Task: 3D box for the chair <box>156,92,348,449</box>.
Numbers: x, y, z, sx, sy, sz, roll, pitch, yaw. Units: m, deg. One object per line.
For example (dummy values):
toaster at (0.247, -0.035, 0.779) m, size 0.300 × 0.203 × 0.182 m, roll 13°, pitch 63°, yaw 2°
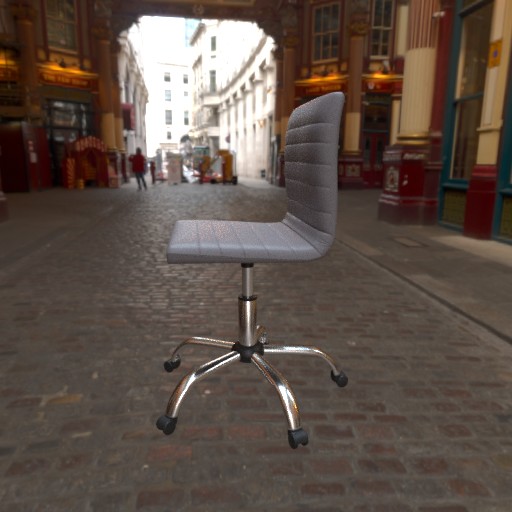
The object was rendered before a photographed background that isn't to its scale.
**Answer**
chair at (0.000, 0.000, 1.166) m, size 0.530 × 0.780 × 0.556 m, roll -2°, pitch 13°, yaw -8°
